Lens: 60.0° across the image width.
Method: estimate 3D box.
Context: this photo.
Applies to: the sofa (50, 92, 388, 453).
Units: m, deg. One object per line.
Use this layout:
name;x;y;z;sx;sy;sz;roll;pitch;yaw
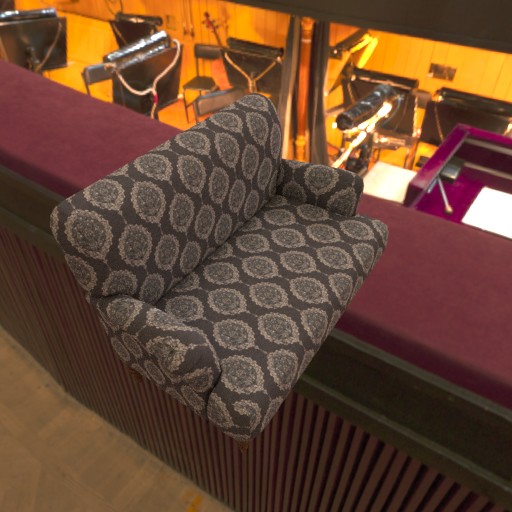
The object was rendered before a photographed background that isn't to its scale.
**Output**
sofa;0.000;0.000;1.841;0.779;0.867;1.297;24;47;24
